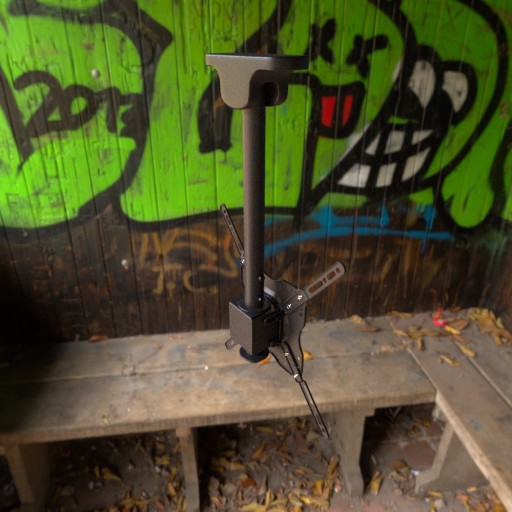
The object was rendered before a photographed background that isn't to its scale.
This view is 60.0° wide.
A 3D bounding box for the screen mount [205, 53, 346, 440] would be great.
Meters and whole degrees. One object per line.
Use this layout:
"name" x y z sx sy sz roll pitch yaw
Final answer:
"screen mount" 0.000 0.000 0.879 0.090 0.729 0.393 -18 31 -32
